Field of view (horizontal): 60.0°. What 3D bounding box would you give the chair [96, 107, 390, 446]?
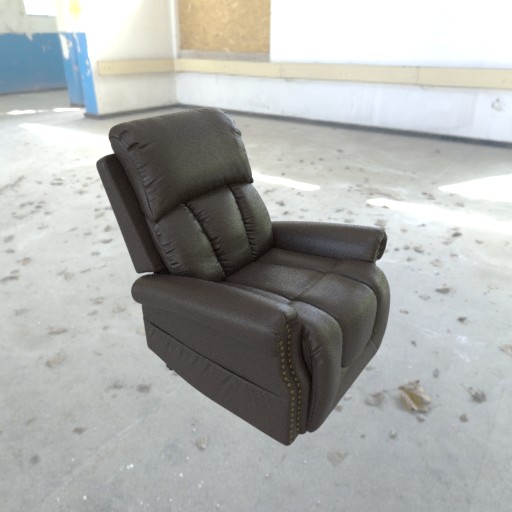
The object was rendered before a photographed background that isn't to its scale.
[{"bbox_3d":[0.000,0.000,1.775,0.978,1.028,0.869,18,32,32],"label":"chair"}]
